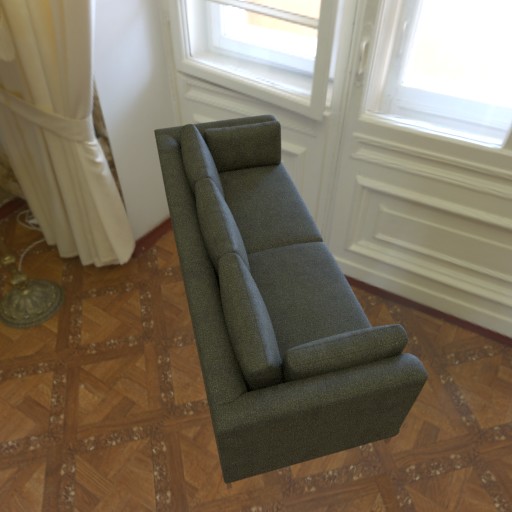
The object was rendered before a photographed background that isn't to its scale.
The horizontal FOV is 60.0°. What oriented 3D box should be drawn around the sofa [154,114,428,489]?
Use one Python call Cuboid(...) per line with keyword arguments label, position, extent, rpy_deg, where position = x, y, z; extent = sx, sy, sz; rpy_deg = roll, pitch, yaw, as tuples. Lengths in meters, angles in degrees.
Cuboid(label="sofa", position=(0.000, 0.000, 2.885), extent=(0.969, 0.867, 2.415), rpy_deg=(-11, 47, -10))
